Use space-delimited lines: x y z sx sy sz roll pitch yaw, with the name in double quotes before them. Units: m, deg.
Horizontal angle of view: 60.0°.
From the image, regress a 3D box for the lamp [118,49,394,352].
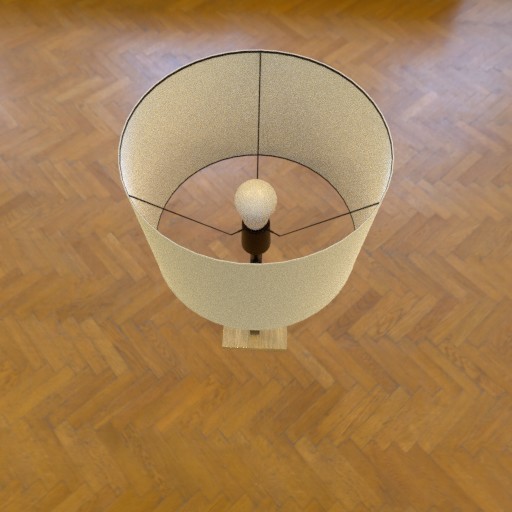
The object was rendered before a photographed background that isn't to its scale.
"lamp" 0.000 0.000 0.677 0.279 0.508 0.279 2 63 1
